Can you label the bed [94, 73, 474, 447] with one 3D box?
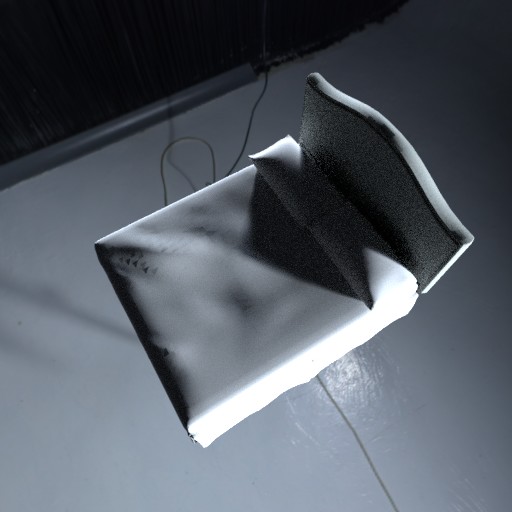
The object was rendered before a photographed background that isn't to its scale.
[{"bbox_3d":[0.000,0.000,3.382,2.180,1.607,1.813,-29,67,-13],"label":"bed"}]
